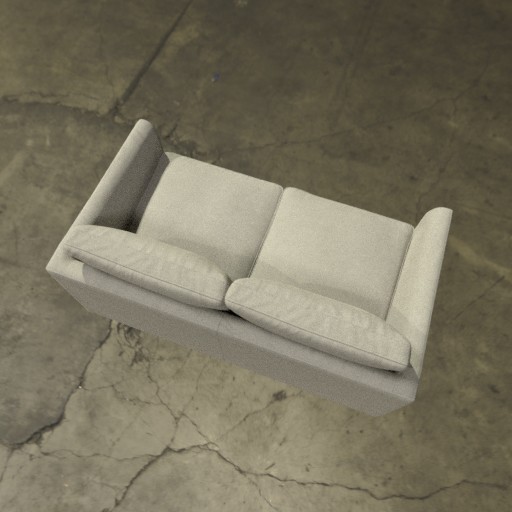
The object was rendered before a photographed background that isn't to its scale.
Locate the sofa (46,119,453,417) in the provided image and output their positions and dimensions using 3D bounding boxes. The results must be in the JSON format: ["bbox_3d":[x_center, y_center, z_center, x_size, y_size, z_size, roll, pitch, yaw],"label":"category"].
[{"bbox_3d":[0.000,0.000,2.522,1.905,0.839,1.091,18,65,9],"label":"sofa"}]
